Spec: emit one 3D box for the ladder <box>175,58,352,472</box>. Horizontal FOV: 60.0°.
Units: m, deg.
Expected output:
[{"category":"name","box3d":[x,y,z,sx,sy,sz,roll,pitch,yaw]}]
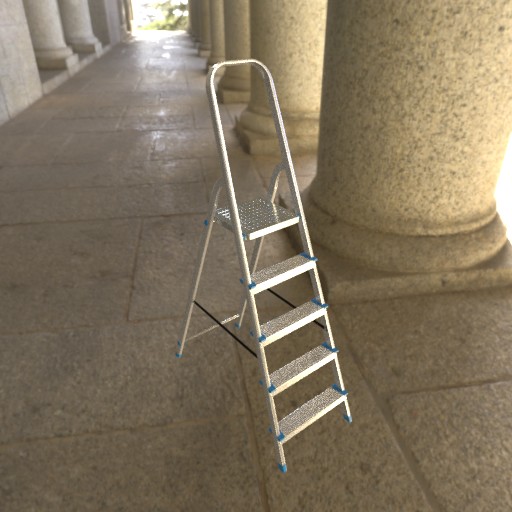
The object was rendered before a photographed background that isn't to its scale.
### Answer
[{"category":"ladder","box3d":[0.000,0.000,2.047,0.468,1.648,0.990,-22,36,-32]}]
